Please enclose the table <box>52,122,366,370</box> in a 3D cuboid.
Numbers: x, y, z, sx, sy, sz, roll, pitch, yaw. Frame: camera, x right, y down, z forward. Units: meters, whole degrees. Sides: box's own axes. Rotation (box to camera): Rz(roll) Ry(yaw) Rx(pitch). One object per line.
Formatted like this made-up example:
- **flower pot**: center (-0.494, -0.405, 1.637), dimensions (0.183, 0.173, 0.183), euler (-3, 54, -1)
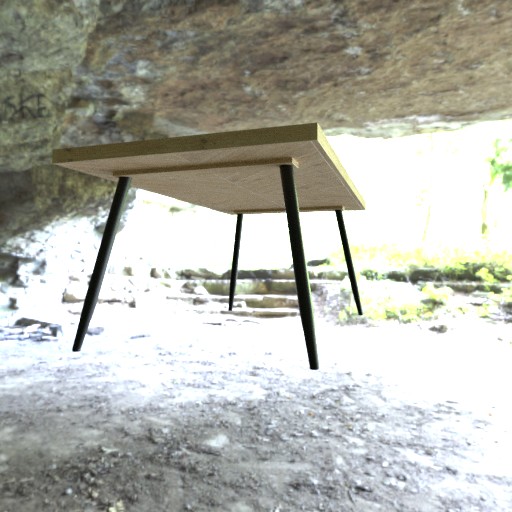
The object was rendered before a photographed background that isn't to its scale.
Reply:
- **table**: center (0.000, 0.000, 2.334), dimensions (0.991, 0.762, 1.803), euler (0, -1, 18)
